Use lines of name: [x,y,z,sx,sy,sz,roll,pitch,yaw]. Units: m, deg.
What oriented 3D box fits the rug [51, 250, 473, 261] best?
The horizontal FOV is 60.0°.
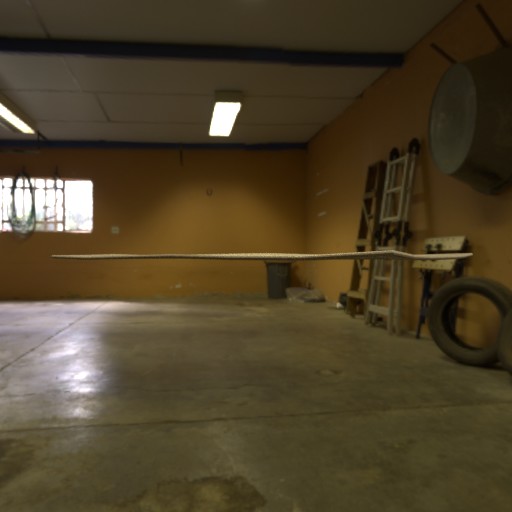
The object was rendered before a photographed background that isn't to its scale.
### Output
rug: [0.000,0.000,3.022,2.430,0.053,1.553,0,0,36]
